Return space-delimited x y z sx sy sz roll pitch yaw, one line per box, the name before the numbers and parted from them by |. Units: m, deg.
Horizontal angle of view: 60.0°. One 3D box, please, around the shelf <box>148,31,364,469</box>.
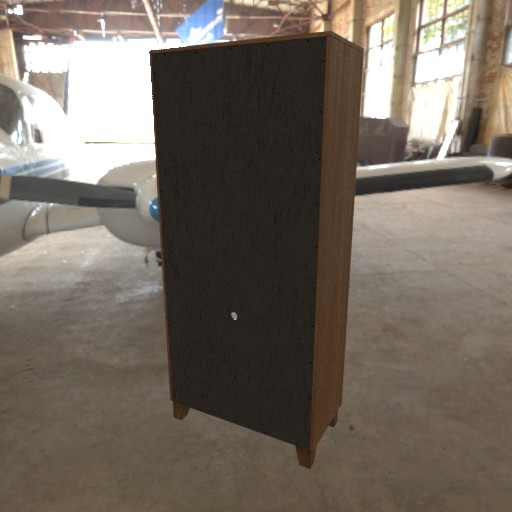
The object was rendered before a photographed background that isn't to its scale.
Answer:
shelf | 0.000 0.000 2.259 0.864 1.930 0.453 9 18 27
